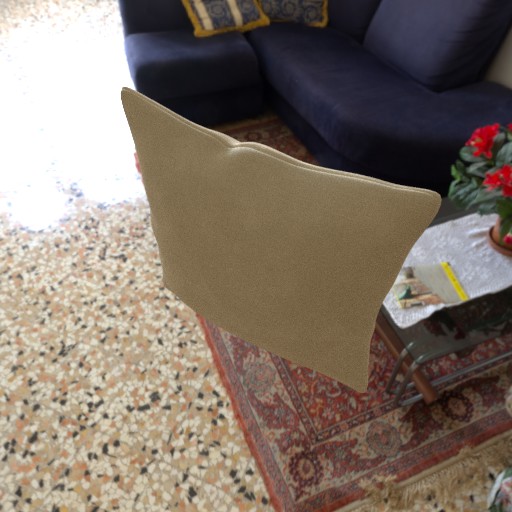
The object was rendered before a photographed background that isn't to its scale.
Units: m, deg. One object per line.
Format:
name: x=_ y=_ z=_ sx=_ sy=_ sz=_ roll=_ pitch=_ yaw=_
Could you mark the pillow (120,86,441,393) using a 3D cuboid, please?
pillow: x=0.000 y=0.000 z=0.668 sx=0.437 sy=0.420 sz=0.162 roll=25 pitch=51 yaw=22
